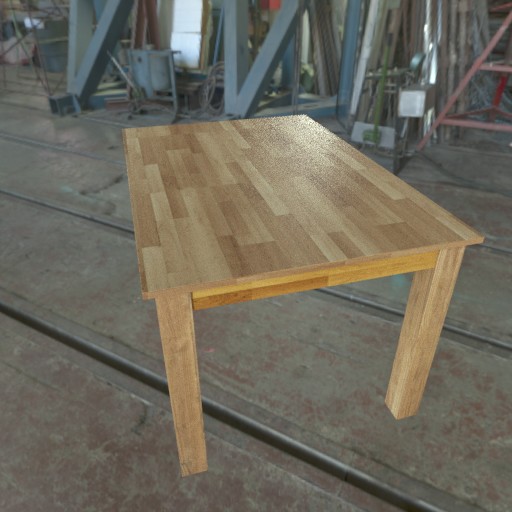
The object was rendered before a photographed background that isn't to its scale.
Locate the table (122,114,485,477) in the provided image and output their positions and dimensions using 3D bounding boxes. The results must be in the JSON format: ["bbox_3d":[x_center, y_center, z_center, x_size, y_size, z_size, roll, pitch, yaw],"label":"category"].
[{"bbox_3d":[0.000,0.000,1.810,0.900,0.750,1.300,-9,33,-14],"label":"table"}]
